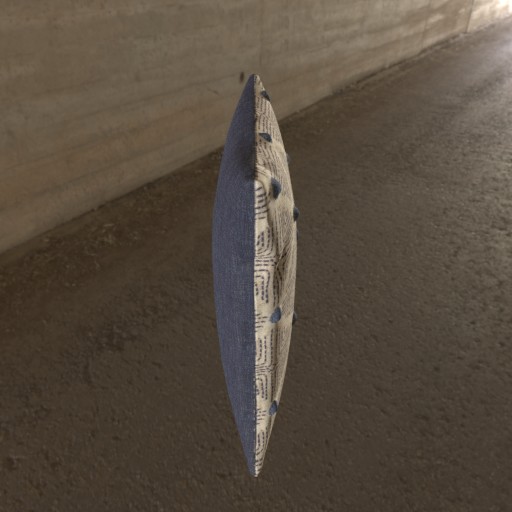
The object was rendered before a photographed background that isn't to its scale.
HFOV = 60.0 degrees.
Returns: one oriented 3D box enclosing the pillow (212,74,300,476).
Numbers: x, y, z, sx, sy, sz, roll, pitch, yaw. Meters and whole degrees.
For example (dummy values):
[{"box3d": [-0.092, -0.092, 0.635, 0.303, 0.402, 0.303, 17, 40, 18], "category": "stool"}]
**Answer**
[{"box3d": [0.000, 0.000, 0.779, 0.145, 0.510, 0.510, 0, 33, 0], "category": "pillow"}]
